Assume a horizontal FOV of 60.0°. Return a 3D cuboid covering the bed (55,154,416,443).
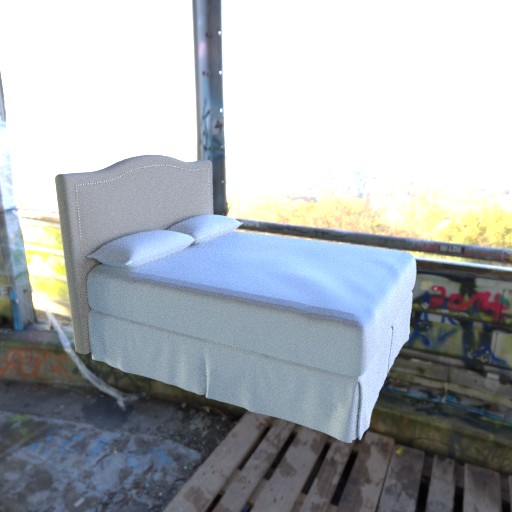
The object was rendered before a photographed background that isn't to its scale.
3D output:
[{"bbox_3d":[0.000,0.000,3.223,2.052,1.398,1.678,8,18,27],"label":"bed"}]
